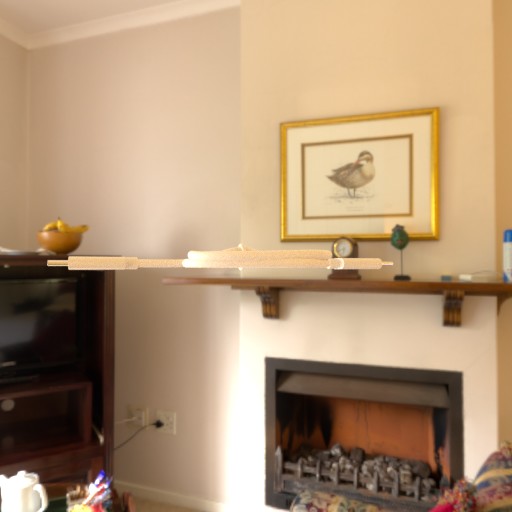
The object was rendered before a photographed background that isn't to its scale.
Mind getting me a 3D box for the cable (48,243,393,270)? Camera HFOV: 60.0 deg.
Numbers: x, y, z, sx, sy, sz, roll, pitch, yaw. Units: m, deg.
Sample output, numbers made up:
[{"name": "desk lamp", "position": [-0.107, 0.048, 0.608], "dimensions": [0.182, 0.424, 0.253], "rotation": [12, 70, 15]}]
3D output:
[{"name": "cable", "position": [0.000, 0.000, 0.212], "dimensions": [0.186, 0.014, 0.070], "rotation": [0, -1, -19]}]
